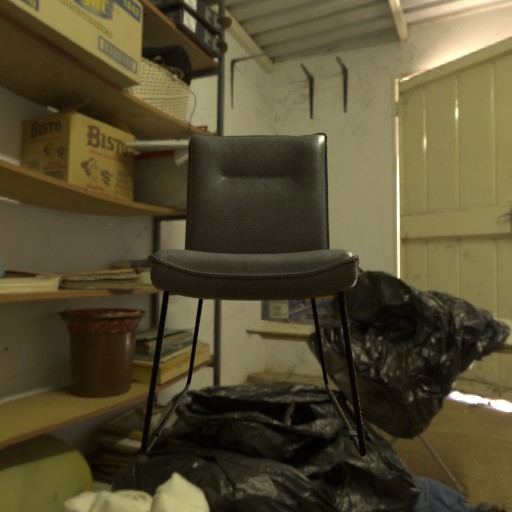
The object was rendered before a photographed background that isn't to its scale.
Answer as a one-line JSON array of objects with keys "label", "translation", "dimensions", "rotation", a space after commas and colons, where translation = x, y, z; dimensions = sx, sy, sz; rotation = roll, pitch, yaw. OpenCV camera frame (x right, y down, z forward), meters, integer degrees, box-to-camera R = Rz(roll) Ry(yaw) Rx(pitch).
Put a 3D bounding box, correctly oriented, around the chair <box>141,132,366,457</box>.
[{"label": "chair", "translation": [0.000, 0.000, 1.342], "dimensions": [0.515, 0.932, 0.688], "rotation": [0, -1, 1]}]
